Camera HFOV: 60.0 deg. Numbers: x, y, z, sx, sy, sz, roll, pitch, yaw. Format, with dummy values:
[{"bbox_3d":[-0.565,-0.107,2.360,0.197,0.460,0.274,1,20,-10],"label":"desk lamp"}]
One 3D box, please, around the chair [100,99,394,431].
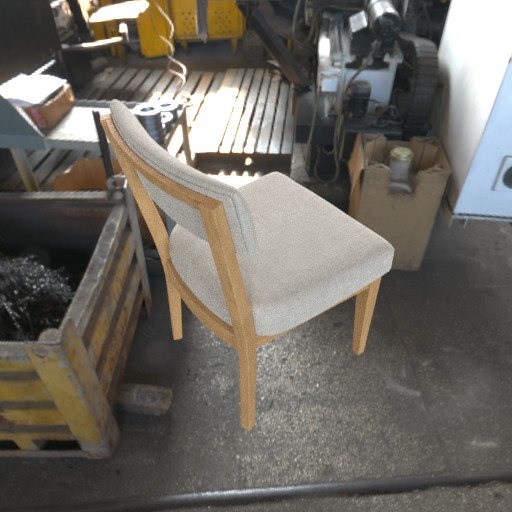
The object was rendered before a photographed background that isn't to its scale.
[{"bbox_3d":[0.000,0.000,1.213,0.572,0.832,0.508,-27,48,-27],"label":"chair"}]
